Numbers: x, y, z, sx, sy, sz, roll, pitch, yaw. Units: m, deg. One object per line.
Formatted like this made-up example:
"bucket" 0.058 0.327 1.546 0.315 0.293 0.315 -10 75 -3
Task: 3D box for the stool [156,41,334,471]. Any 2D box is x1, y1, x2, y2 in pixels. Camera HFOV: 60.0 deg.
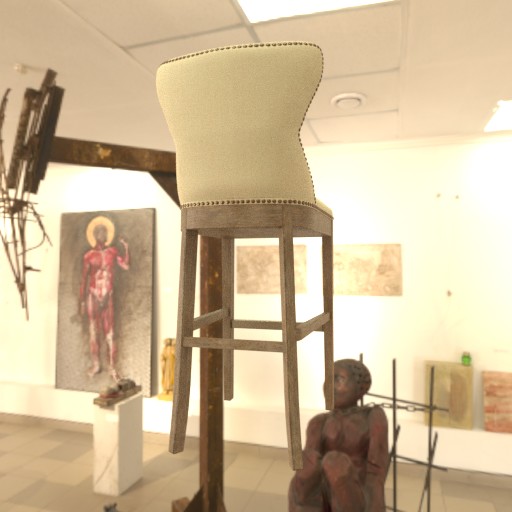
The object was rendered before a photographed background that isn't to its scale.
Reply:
"stool" 0.000 0.000 1.426 0.494 1.123 0.606 0 -1 17
